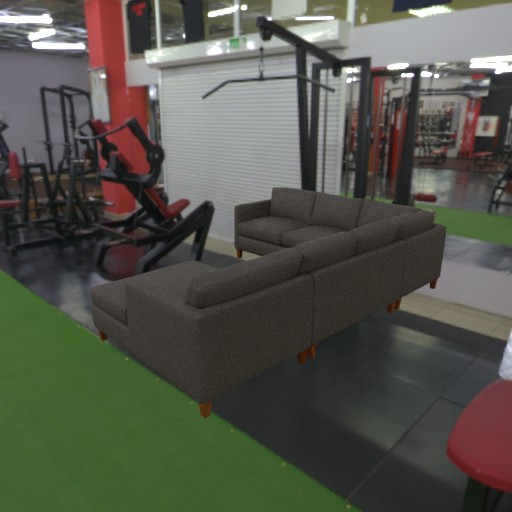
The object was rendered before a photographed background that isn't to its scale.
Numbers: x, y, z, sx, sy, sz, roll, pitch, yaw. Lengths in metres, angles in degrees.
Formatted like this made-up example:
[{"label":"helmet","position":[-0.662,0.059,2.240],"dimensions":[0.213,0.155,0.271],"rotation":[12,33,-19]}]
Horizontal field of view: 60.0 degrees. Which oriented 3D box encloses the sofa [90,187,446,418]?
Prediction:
[{"label":"sofa","position":[0.000,0.000,4.728],"dimensions":[3.460,0.961,2.594],"rotation":[-16,23,-42]}]
